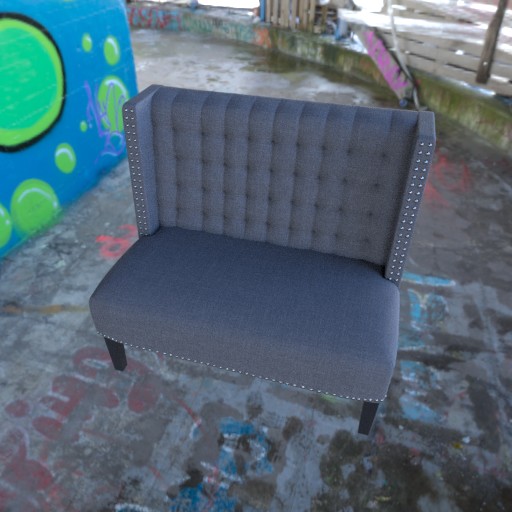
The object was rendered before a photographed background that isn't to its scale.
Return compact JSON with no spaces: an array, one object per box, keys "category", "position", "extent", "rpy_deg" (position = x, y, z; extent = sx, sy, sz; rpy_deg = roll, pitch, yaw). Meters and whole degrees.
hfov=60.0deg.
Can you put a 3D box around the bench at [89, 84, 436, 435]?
[{"category":"bench","position":[0.000,0.000,1.947],"extent":[1.276,1.121,0.842],"rpy_deg":[10,40,13]}]
